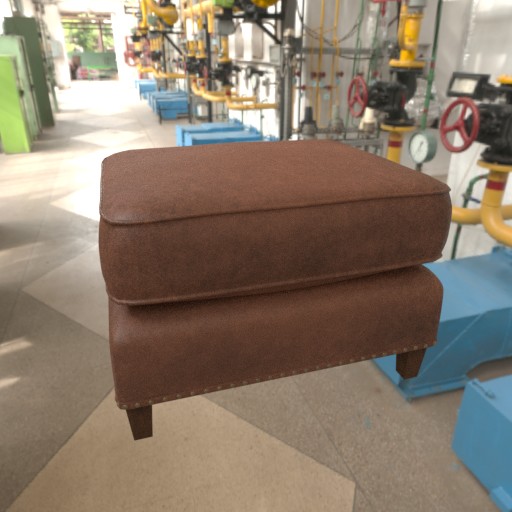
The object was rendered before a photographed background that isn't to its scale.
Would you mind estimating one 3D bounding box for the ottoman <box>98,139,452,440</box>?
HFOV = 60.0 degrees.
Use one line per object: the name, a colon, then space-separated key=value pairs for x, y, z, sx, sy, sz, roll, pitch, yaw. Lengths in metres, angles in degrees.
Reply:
ottoman: x=0.000 y=0.000 z=1.130 sx=0.738 sy=0.537 sz=0.589 roll=-7 pitch=25 yaw=-15
